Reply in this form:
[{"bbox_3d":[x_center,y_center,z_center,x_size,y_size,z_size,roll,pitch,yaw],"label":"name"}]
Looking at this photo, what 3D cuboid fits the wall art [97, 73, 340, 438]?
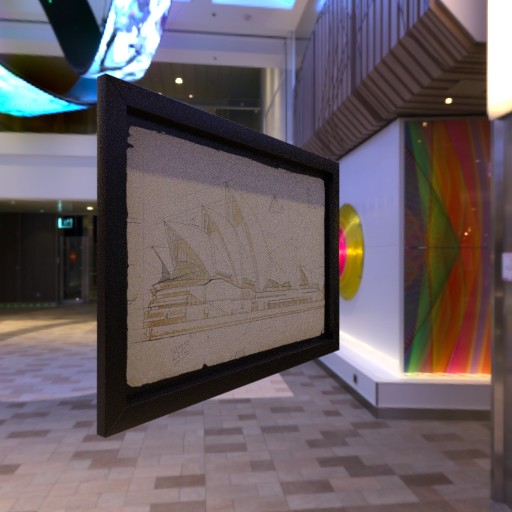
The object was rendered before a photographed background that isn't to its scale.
[{"bbox_3d":[0.000,0.000,0.552,0.013,0.306,0.440,0,0,37],"label":"wall art"}]
